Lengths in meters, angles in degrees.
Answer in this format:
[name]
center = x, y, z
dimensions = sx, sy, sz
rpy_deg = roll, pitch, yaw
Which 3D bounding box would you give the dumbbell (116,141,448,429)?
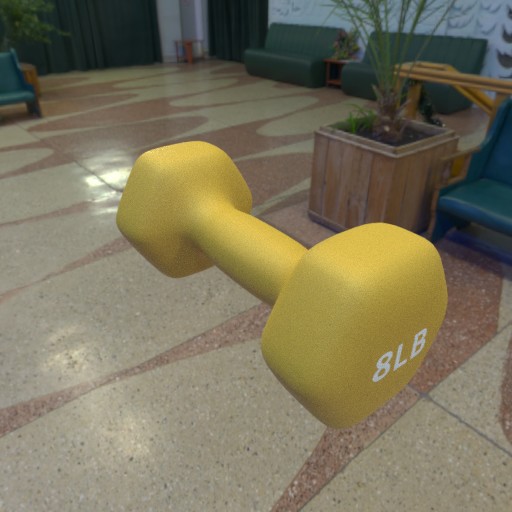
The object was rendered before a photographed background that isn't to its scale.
[dumbbell]
center = 0.000, 0.000, 0.238
dimensions = 0.090, 0.082, 0.190
rpy_deg = -21, 37, -31
